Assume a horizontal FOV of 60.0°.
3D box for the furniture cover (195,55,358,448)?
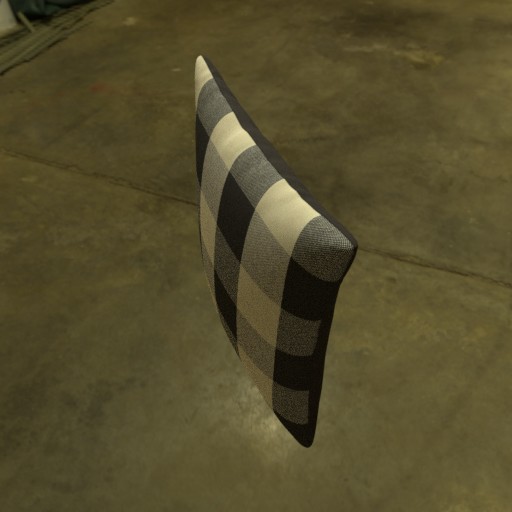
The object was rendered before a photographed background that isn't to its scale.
[{"bbox_3d":[0.000,0.000,0.779,0.161,0.509,0.511,-16,48,-15],"label":"furniture cover"}]
